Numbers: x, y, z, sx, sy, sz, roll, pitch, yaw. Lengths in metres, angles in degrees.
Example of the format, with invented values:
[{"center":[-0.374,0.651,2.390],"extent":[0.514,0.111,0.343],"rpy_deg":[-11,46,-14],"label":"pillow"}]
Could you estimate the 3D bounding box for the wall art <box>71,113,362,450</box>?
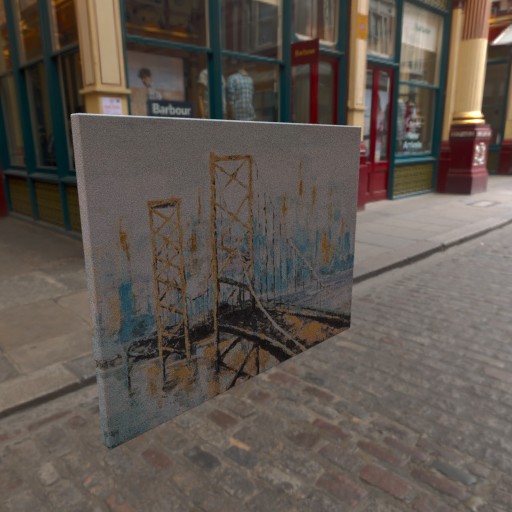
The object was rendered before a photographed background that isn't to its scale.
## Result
[{"center":[0.000,0.000,1.315],"extent":[0.038,0.762,1.016],"rpy_deg":[14,20,43],"label":"wall art"}]
